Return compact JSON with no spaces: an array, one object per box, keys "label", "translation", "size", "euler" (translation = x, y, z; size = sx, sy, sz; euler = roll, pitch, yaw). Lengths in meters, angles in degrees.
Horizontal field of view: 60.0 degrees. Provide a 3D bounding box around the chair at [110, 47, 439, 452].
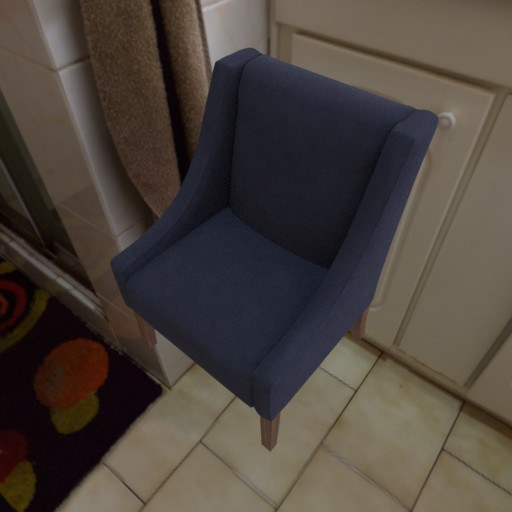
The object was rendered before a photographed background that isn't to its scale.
[{"label":"chair","translation":[0.000,0.000,1.323],"size":[0.629,0.895,0.629],"euler":[32,55,26]}]
